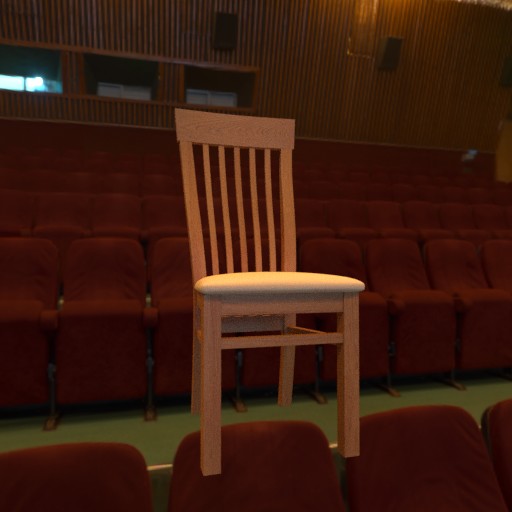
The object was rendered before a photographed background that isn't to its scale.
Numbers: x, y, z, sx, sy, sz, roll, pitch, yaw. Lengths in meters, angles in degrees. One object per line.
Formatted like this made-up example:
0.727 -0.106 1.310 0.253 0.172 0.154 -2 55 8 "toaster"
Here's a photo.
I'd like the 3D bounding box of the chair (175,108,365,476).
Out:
0.000 0.000 1.371 0.450 1.050 0.580 0 -1 -16 "chair"
